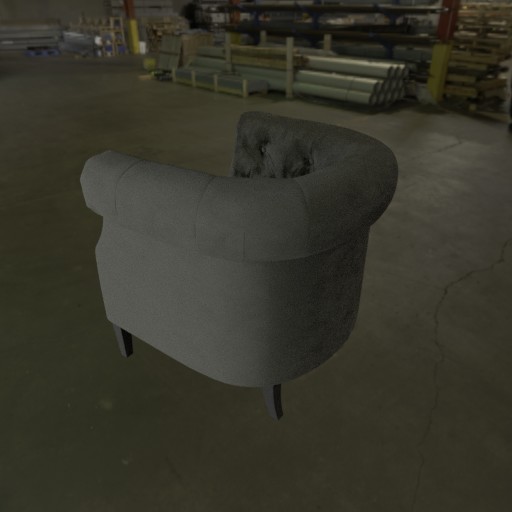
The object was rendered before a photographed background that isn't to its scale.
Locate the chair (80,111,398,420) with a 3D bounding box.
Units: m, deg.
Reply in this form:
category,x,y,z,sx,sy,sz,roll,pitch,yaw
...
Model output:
category,x,y,z,sx,sy,sz,roll,pitch,yaw
chair,0.000,0.000,1.583,0.851,0.826,0.904,20,35,31
